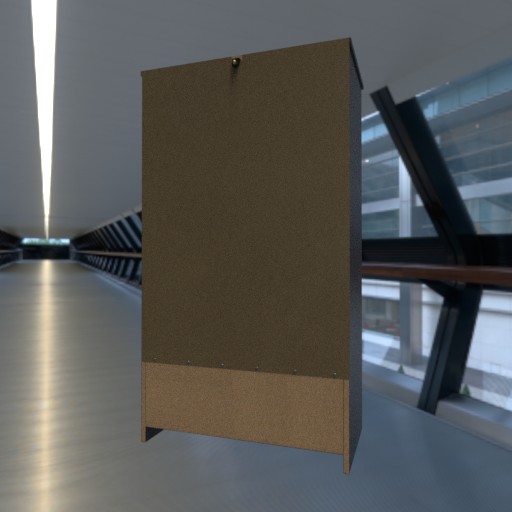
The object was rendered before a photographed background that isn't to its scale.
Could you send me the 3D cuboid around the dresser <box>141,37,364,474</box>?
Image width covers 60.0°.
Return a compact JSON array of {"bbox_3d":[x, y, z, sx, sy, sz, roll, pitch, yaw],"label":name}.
[{"bbox_3d":[0.000,0.000,1.556,0.704,1.254,0.418,0,-1,19],"label":"dresser"}]
